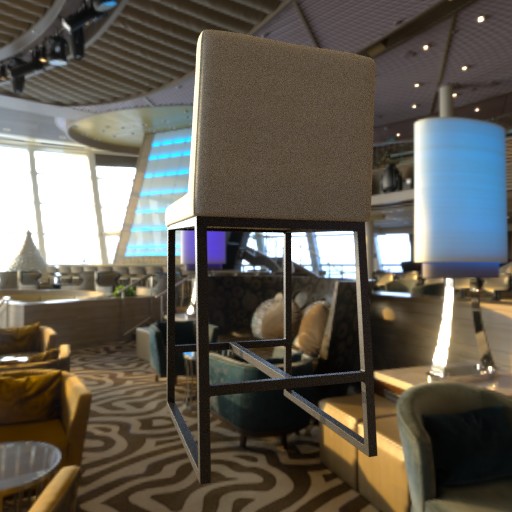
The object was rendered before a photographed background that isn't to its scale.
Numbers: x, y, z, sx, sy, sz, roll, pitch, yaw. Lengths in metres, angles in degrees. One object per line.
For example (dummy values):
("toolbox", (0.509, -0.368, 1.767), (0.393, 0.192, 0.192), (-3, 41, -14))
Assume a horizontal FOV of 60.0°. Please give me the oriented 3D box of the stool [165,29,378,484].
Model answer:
("stool", (0.000, 0.000, 1.266), (0.459, 0.971, 0.567), (0, -1, -19))
